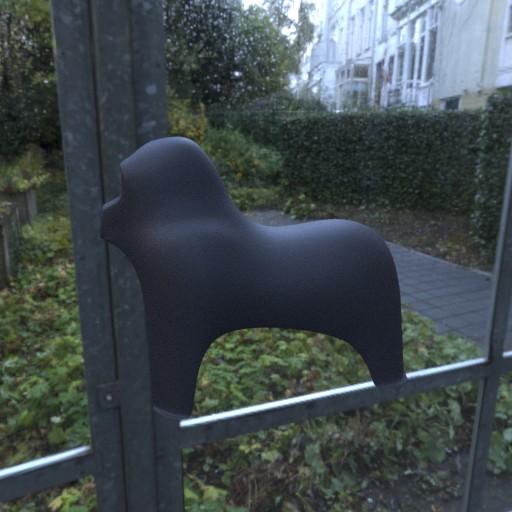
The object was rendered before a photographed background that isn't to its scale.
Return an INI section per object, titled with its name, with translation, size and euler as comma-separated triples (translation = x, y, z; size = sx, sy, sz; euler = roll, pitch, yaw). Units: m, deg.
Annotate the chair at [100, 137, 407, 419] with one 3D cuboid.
[chair]
translation = 0.000, 0.000, 1.156
size = 0.758, 0.600, 0.490
euler = -2, 14, -8
